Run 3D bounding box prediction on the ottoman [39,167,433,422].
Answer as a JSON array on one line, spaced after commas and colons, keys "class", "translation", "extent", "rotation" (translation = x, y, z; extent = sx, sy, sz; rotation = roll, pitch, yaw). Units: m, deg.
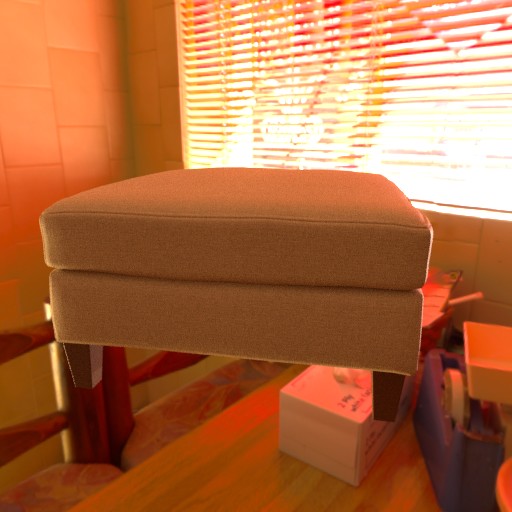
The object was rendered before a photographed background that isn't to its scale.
[{"class": "ottoman", "translation": [0.000, 0.000, 1.327], "extent": [0.838, 0.503, 0.838], "rotation": [3, 16, 10]}]
